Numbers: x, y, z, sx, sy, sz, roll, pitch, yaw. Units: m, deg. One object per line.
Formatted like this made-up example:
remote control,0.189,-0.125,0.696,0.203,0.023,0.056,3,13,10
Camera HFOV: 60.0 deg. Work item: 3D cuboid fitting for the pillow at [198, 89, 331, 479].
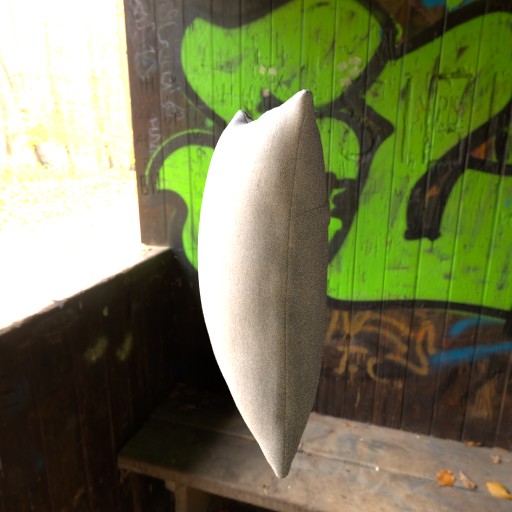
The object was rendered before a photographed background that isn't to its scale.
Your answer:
pillow,0.000,0.000,0.667,0.173,0.436,0.433,-3,16,-10
